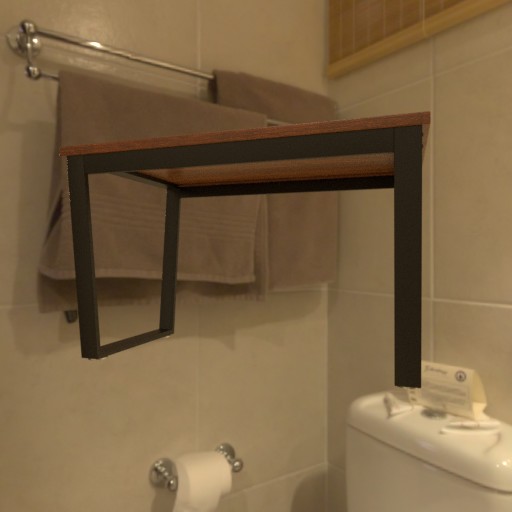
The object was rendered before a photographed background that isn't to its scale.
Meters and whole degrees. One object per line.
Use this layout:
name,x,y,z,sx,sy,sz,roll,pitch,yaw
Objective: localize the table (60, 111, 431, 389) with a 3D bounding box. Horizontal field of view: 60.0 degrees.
table,0.000,0.000,1.690,1.205,0.760,0.714,0,0,19
